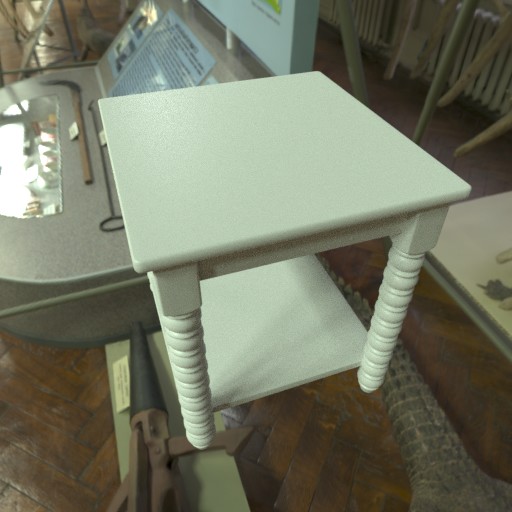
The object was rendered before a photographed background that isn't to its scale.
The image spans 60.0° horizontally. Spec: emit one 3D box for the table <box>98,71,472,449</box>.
[{"bbox_3d":[0.000,0.000,0.966,0.500,0.563,0.533,-13,43,-14],"label":"table"}]
